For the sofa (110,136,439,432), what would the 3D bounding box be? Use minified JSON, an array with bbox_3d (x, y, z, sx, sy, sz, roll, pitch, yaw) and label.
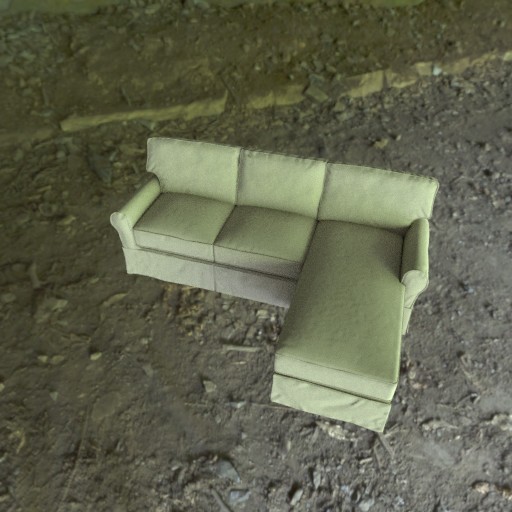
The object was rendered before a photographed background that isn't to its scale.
[{"bbox_3d":[0.000,0.000,3.348,2.475,0.978,1.733,12,43,13],"label":"sofa"}]
